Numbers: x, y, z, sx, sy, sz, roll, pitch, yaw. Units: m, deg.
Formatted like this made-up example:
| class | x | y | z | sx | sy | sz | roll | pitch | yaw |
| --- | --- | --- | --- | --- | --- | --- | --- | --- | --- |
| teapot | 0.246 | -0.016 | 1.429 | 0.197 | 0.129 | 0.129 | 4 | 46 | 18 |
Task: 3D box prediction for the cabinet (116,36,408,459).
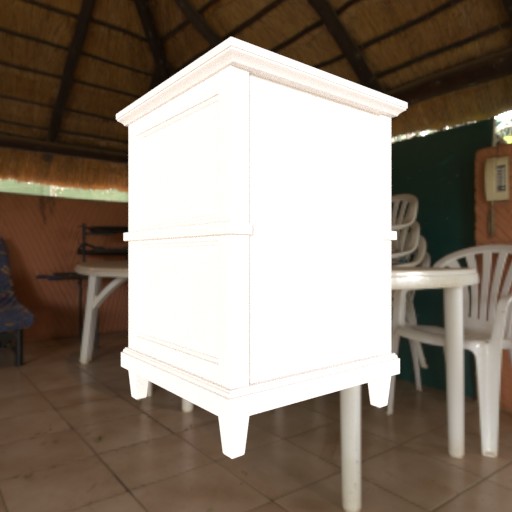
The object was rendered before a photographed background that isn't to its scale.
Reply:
| class | x | y | z | sx | sy | sz | roll | pitch | yaw |
| --- | --- | --- | --- | --- | --- | --- | --- | --- | --- |
| cabinet | 0.000 | 0.000 | 1.163 | 0.544 | 0.775 | 0.547 | 0 | 0 | -38 |
